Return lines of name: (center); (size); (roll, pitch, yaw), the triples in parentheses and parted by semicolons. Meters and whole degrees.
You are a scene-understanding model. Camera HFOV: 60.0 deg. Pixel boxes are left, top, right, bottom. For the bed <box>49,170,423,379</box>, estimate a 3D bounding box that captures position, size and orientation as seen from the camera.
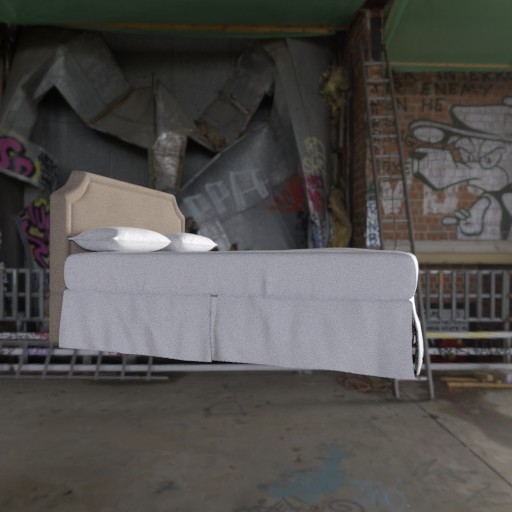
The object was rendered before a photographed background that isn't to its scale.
bed: (0.000, 0.000, 3.587); (2.498, 1.293, 1.977); (0, 0, 19)
